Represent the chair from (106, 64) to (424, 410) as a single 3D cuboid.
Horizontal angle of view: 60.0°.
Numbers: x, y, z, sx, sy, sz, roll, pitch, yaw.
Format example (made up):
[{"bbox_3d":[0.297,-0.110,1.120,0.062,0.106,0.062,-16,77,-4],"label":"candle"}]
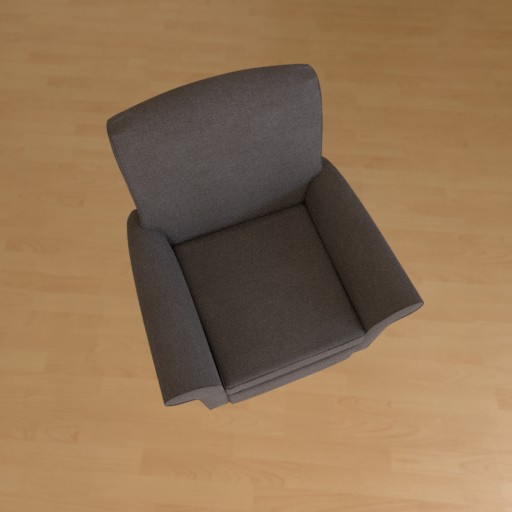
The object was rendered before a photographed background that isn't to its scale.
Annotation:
[{"bbox_3d":[0.000,0.000,1.767,0.978,1.061,0.905,-19,66,-9],"label":"chair"}]
